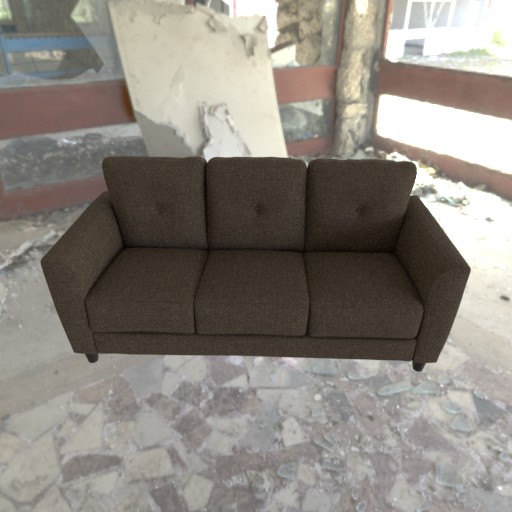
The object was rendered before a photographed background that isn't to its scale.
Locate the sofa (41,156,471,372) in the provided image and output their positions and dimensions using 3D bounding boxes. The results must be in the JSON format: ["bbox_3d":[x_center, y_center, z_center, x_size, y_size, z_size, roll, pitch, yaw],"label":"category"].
[{"bbox_3d":[0.000,0.000,2.314,1.847,0.891,0.837,1,29,2],"label":"sofa"}]
